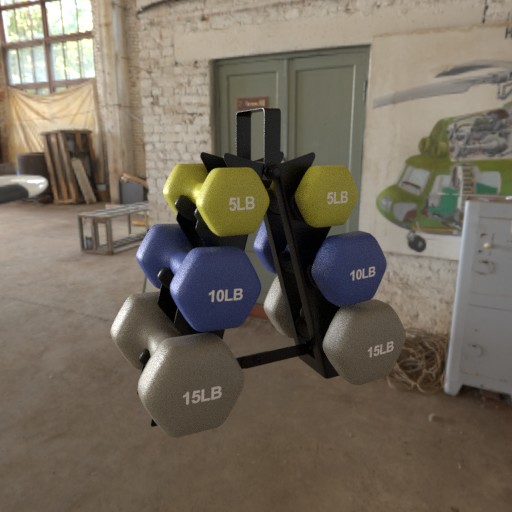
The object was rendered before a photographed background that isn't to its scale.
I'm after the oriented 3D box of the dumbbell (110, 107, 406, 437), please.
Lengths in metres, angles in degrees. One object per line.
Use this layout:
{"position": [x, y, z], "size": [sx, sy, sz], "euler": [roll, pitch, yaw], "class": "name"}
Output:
{"position": [0.000, 0.000, 0.678], "size": [0.416, 0.426, 0.261], "euler": [-7, 16, -26], "class": "dumbbell"}
